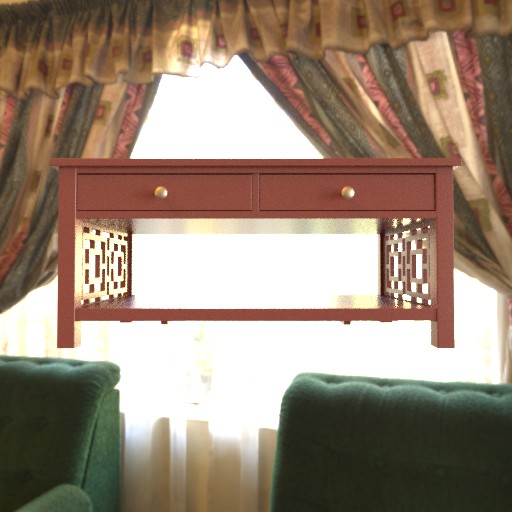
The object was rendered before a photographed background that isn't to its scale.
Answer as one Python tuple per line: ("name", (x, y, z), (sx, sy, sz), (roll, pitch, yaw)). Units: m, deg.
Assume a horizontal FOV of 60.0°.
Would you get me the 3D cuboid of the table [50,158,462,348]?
("table", (0.000, 0.000, 1.436), (1.068, 0.493, 0.612), (0, -1, 0))
